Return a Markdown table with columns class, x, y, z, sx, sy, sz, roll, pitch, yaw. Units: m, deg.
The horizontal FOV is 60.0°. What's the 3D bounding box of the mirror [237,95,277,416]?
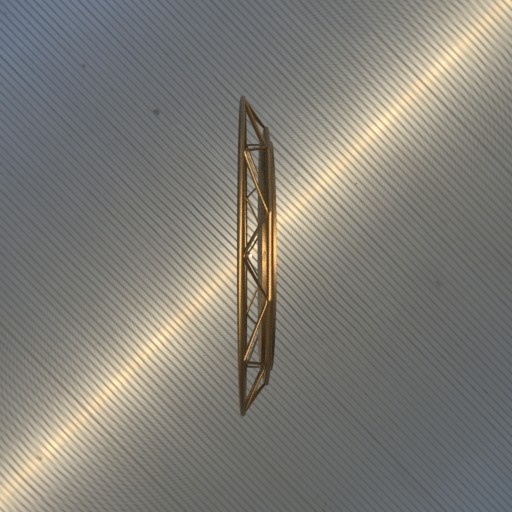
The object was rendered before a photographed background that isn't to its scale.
| class | x | y | z | sx | sy | sz | roll | pitch | yaw |
| --- | --- | --- | --- | --- | --- | --- | --- | --- | --- |
| mirror | 0.000 | 0.000 | 0.666 | 0.043 | 0.454 | 0.454 | 0 | 90 | -1 |
